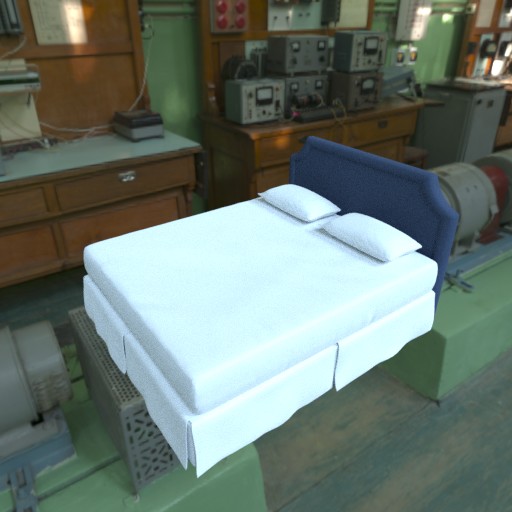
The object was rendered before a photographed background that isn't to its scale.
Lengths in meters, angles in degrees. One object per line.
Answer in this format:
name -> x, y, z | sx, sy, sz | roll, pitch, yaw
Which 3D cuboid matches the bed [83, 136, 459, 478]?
bed -> 0.000, 0.000, 4.113 | 2.773, 1.488, 2.350 | -20, 35, -31
